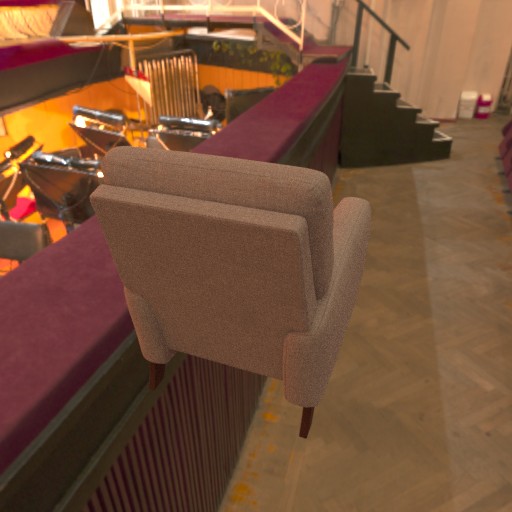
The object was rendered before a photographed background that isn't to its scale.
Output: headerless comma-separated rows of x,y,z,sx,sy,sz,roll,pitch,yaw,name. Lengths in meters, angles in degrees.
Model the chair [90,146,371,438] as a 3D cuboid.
0.000,0.000,1.704,0.762,0.990,0.990,11,32,18,chair
